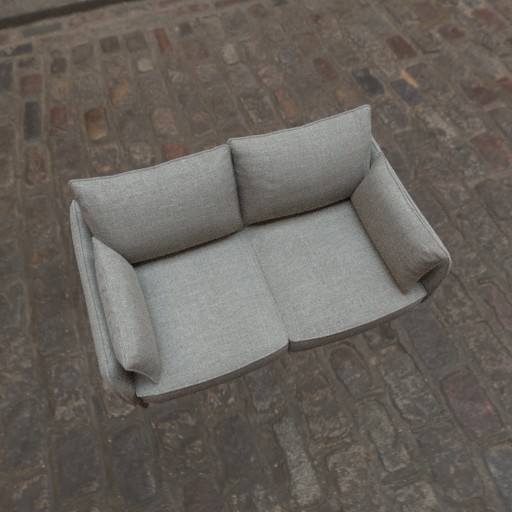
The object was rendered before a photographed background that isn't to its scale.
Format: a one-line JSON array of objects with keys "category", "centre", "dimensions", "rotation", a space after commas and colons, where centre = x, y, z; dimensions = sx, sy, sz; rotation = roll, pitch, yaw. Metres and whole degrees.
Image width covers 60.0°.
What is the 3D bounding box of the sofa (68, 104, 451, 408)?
[{"category": "sofa", "centre": [0.000, 0.000, 2.133], "dimensions": [1.580, 0.851, 0.972], "rotation": [-18, 63, -9]}]
